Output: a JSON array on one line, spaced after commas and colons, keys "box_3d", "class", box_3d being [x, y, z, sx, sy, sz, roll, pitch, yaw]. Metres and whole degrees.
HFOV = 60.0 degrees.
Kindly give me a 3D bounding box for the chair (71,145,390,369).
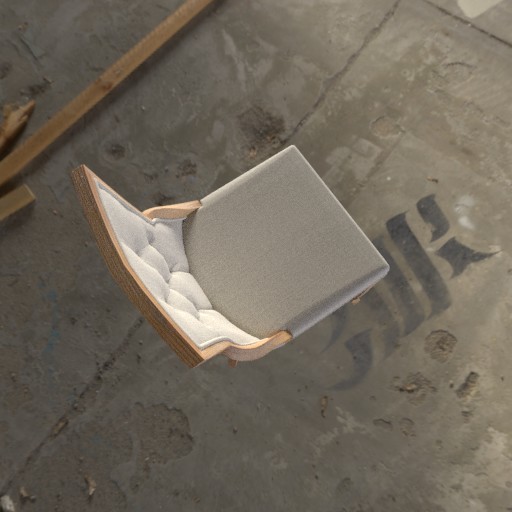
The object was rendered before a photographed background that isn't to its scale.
[{"box_3d": [0.000, 0.000, 1.314, 0.641, 0.947, 0.524, -33, 76, -9], "class": "chair"}]
